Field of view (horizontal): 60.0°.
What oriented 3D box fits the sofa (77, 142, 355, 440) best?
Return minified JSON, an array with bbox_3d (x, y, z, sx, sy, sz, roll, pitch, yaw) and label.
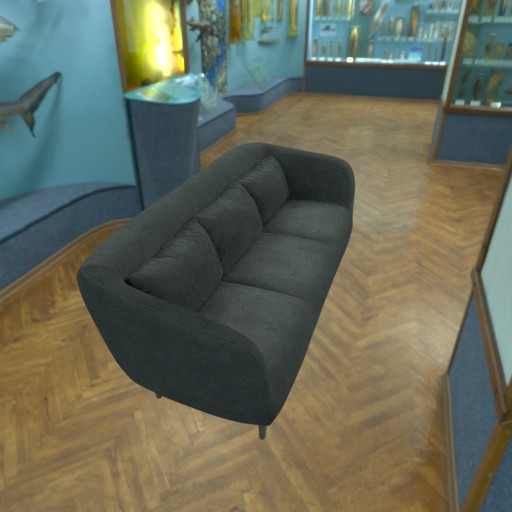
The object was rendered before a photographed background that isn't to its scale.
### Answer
[{"bbox_3d":[0.000,0.000,2.757,0.956,0.875,2.296,10,32,17],"label":"sofa"}]
